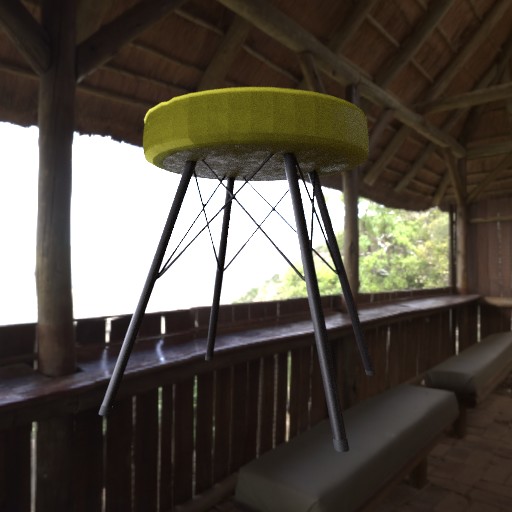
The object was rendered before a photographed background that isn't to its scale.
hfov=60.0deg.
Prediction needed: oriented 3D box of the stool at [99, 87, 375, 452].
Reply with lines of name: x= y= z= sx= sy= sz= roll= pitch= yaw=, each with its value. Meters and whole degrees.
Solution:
stool: x=0.000 y=0.000 z=0.830 sx=0.409 sy=0.508 sz=0.409 roll=0 pitch=1 yaw=20
